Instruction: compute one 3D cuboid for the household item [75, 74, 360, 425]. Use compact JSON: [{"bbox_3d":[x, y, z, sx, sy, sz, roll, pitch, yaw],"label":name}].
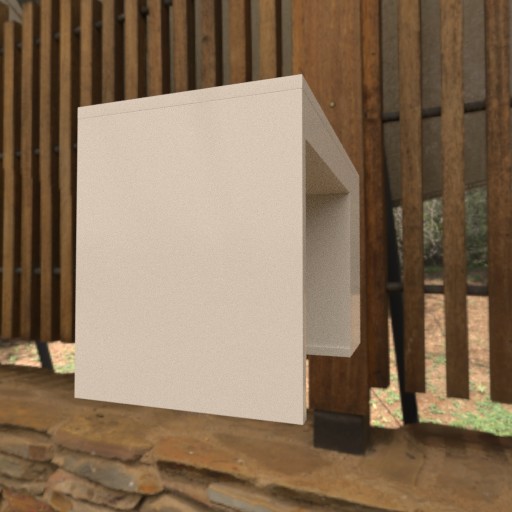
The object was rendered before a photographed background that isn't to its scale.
[{"bbox_3d":[0.000,0.000,1.561,0.597,0.749,1.100,-1,-2,19],"label":"household item"}]
